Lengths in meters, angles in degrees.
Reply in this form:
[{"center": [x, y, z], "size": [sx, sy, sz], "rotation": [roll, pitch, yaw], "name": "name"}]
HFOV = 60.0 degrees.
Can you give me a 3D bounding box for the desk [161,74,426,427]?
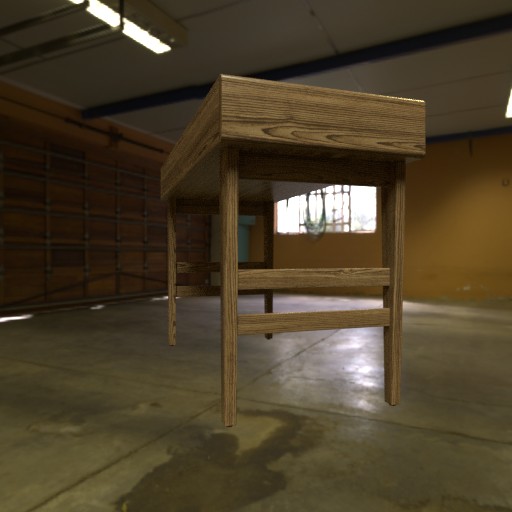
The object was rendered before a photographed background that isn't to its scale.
[{"center": [0.000, 0.000, 1.491], "size": [0.508, 0.755, 1.067], "rotation": [0, 0, -19], "name": "desk"}]
